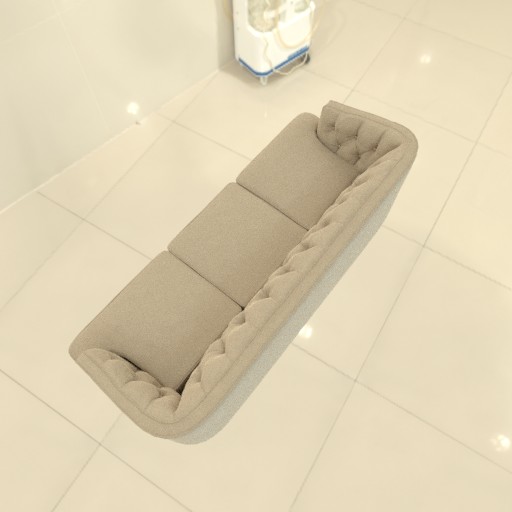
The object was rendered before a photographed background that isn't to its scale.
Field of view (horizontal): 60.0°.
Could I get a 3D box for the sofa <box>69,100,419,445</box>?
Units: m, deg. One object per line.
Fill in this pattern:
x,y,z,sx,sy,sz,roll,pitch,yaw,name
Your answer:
0.000,0.000,2.750,0.941,0.855,2.278,36,69,16,sofa
